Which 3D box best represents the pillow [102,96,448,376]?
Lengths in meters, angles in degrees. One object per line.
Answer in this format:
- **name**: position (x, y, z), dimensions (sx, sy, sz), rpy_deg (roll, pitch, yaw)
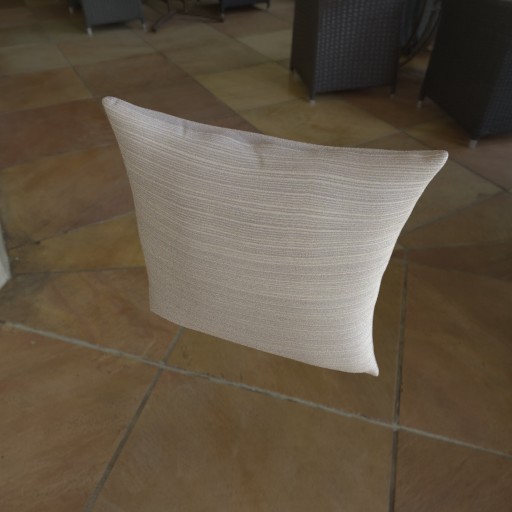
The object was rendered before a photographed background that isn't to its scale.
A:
- **pillow**: position (0.000, 0.000, 0.779), dimensions (0.512, 0.497, 0.204), rpy_deg (13, 43, 14)
